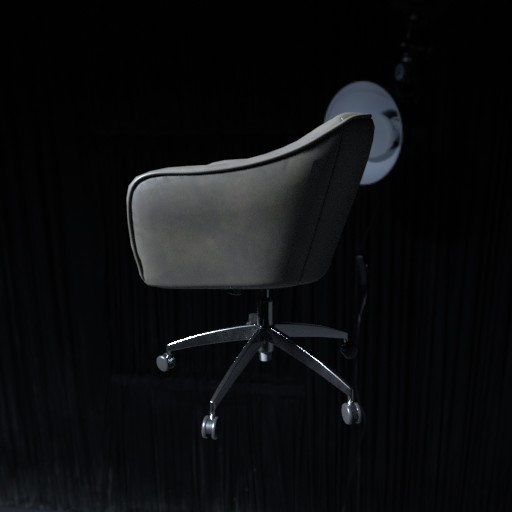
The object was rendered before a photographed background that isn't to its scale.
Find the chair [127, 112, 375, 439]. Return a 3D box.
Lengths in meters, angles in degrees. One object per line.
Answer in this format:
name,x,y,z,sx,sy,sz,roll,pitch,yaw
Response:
chair,0.000,0.000,1.376,0.689,0.827,0.713,2,14,8
